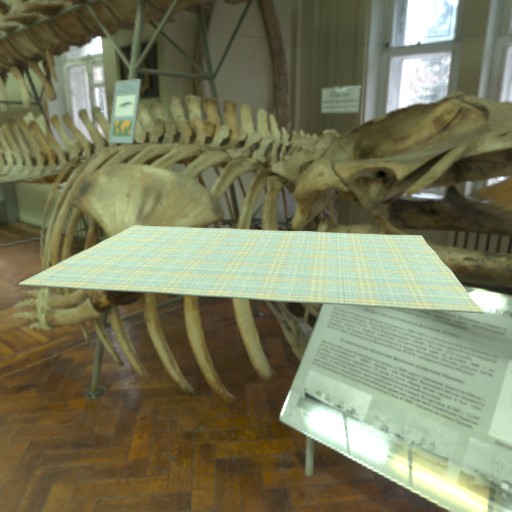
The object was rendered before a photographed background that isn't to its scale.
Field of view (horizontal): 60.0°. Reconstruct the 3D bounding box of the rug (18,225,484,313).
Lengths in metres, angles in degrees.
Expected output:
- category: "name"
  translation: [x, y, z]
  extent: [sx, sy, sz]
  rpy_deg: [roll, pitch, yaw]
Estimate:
- category: "rug"
  translation: [0.000, 0.000, 3.024]
  extent: [2.460, 0.016, 1.545]
  rpy_deg: [3, 17, 9]
